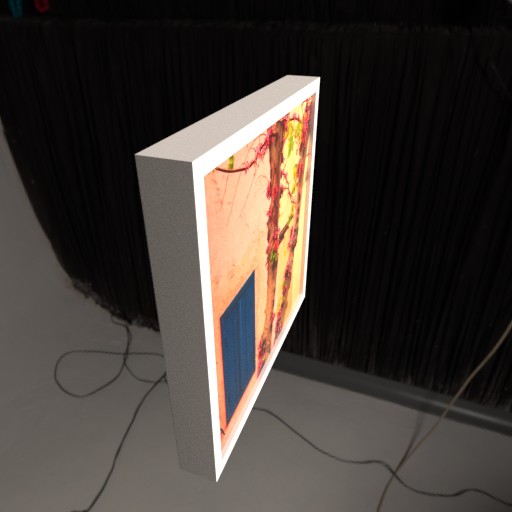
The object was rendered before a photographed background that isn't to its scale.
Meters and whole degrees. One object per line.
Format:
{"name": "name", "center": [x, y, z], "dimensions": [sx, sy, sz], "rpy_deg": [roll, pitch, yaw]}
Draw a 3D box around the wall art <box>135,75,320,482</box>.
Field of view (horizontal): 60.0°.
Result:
{"name": "wall art", "center": [0.000, 0.000, 0.454], "dimensions": [0.038, 0.302, 0.305], "rpy_deg": [11, 33, 18]}
